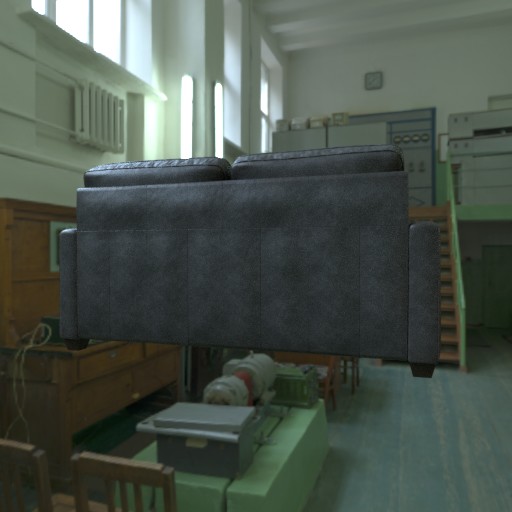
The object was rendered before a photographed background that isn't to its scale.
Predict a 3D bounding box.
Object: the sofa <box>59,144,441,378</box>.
[{"bbox_3d":[0.000,0.000,2.321,1.732,0.916,0.939,0,0,17],"label":"sofa"}]
